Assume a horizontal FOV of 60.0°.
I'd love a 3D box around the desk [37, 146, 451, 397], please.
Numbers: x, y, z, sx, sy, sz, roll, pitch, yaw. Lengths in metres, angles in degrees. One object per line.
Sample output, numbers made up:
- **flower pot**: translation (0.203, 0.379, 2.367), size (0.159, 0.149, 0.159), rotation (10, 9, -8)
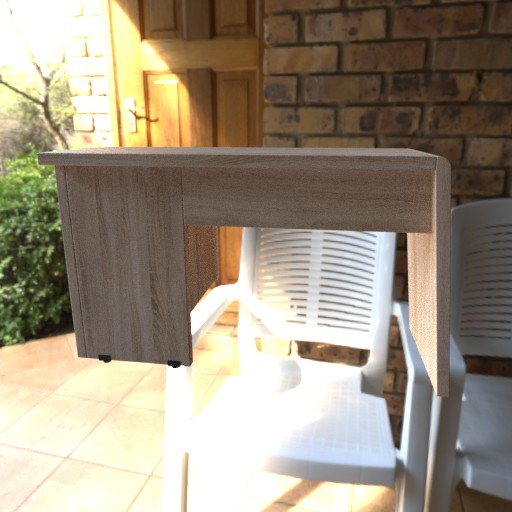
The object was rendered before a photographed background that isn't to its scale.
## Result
- **desk**: translation (0.000, 0.000, 1.618), size (1.300, 0.750, 0.500), rotation (2, 16, 9)
